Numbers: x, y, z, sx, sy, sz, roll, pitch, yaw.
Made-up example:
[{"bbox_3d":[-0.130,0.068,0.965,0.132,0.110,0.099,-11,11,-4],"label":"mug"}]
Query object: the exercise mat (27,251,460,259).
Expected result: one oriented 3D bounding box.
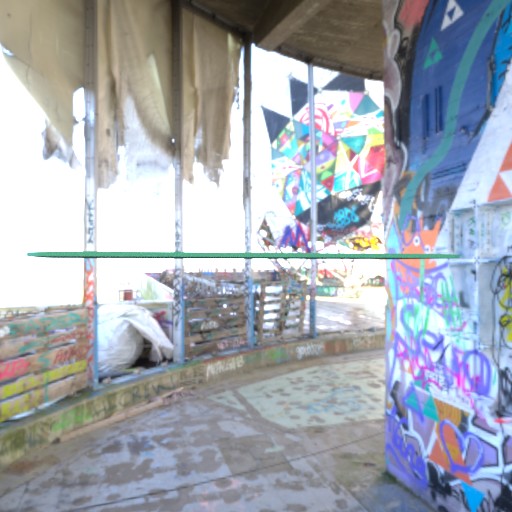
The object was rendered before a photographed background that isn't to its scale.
[{"bbox_3d":[0.000,0.000,2.085,1.869,0.021,0.616,0,-1,-17],"label":"exercise mat"}]
